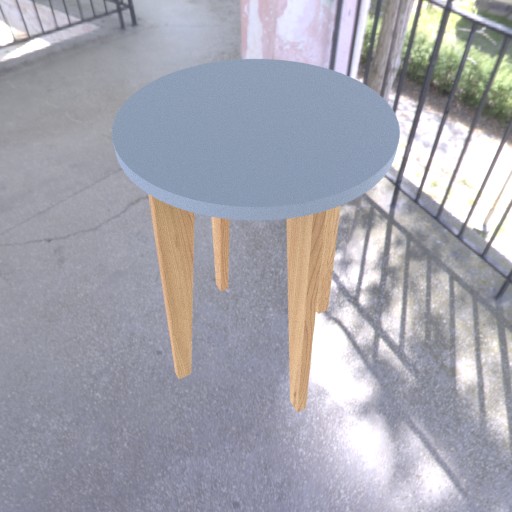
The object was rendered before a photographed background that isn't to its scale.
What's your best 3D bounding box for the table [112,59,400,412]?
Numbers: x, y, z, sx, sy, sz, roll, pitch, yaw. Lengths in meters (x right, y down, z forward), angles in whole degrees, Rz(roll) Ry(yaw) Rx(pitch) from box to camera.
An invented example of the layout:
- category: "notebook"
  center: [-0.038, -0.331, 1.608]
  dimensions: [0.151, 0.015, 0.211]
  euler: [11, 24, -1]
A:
- category: "table"
  center: [0.000, 0.000, 0.731]
  dimensions: [0.350, 0.500, 0.350]
  euler: [0, 46, 0]
